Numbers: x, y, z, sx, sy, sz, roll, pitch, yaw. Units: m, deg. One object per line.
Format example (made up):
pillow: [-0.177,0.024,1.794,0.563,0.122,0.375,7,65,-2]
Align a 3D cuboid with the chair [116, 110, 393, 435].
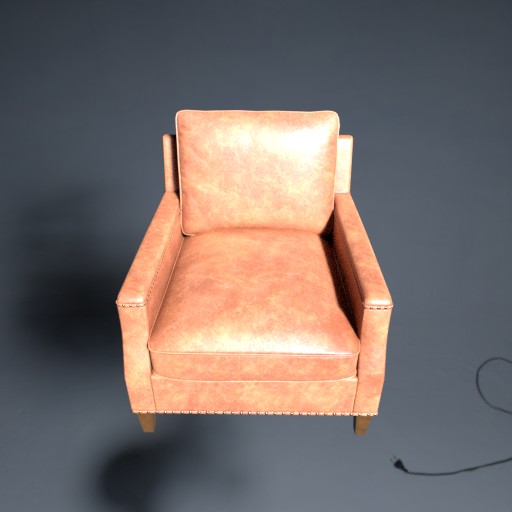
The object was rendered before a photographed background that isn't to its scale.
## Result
chair: [0.000,0.000,1.741,0.853,0.943,1.014,0,32,1]
